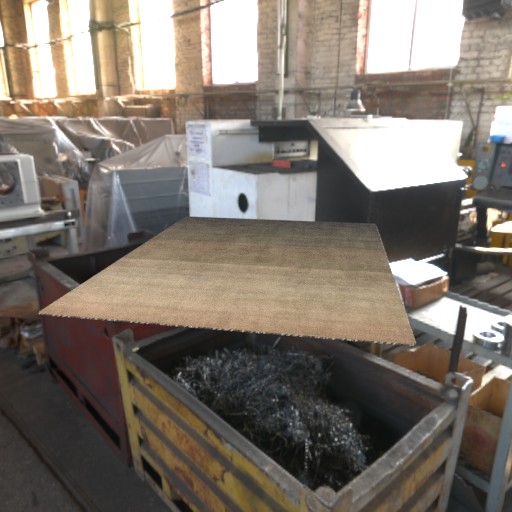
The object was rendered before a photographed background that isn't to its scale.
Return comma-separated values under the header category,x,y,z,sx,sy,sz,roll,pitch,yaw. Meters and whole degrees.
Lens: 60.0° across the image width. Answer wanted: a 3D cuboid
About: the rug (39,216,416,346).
category,x,y,z,sx,sy,sz,roll,pitch,yaw
rug,0.000,0.000,3.968,2.306,0.017,2.902,3,18,10
